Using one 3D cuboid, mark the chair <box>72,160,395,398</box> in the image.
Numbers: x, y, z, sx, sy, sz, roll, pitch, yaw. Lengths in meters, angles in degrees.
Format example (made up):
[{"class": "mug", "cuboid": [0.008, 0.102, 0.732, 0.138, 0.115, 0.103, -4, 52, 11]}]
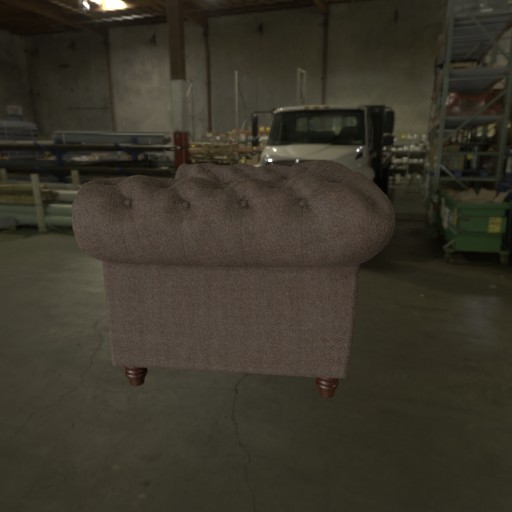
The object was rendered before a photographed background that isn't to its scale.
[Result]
[{"class": "chair", "cuboid": [0.000, 0.000, 1.898, 0.945, 0.780, 1.298, 2, 14, 6]}]
